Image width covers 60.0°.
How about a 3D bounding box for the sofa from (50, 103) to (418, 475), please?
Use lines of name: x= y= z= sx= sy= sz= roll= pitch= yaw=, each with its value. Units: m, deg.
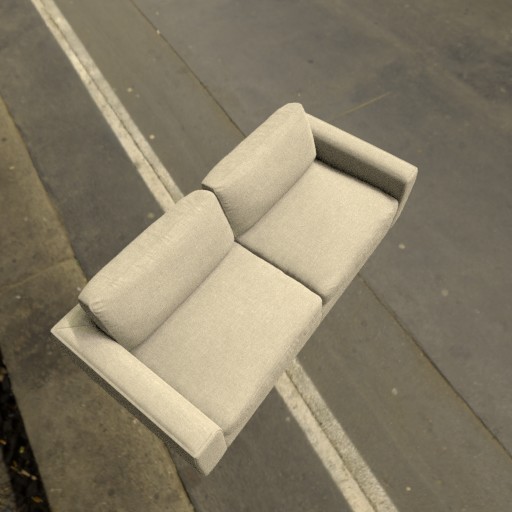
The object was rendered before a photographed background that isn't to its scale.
sofa: x=0.000 y=0.000 z=2.748 sx=1.070 sy=0.801 sz=2.262 roll=33 pitch=63 yaw=19
